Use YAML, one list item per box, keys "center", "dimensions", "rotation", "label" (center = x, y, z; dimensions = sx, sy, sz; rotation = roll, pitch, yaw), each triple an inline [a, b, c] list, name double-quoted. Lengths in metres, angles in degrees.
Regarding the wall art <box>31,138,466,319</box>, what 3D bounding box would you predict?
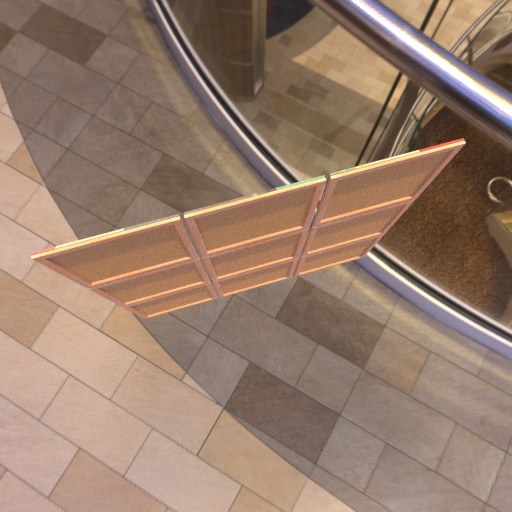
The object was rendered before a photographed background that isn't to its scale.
- center: [0.000, 0.000, 1.334]
  dimensions: [0.911, 0.910, 0.012]
  rotation: [-15, 75, -4]
  label: "wall art"
